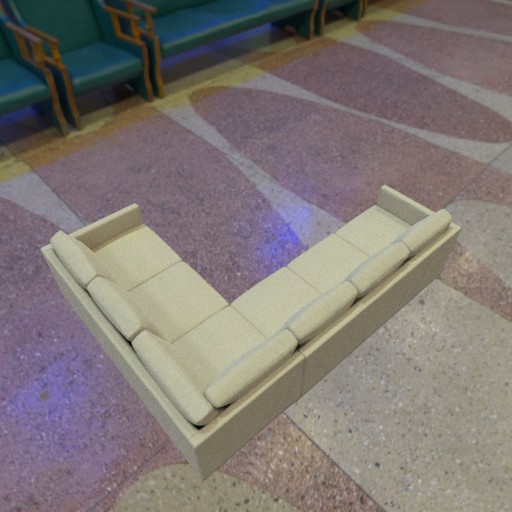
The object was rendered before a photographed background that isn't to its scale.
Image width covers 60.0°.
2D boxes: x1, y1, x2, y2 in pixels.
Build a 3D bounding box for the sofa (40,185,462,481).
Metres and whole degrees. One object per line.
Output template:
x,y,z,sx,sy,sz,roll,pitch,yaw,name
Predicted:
0.000,0.000,4.351,3.182,0.871,2.432,-32,54,-27,sofa
